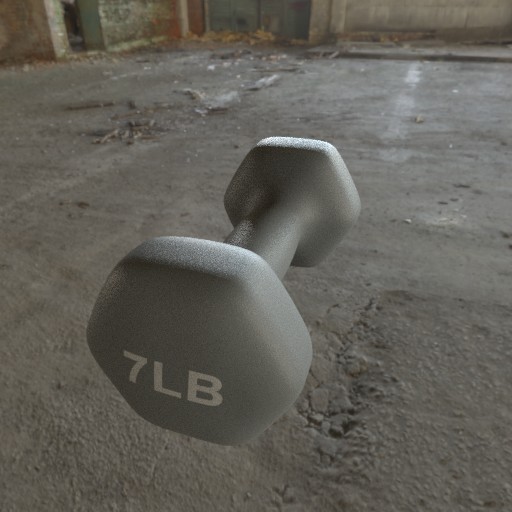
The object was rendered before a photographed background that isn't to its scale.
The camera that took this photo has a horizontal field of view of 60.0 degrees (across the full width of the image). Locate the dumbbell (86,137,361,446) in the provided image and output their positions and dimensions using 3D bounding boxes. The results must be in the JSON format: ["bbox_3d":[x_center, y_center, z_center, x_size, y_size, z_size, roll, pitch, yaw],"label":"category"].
[{"bbox_3d":[0.000,0.000,0.229,0.090,0.081,0.184,10,32,17],"label":"dumbbell"}]
